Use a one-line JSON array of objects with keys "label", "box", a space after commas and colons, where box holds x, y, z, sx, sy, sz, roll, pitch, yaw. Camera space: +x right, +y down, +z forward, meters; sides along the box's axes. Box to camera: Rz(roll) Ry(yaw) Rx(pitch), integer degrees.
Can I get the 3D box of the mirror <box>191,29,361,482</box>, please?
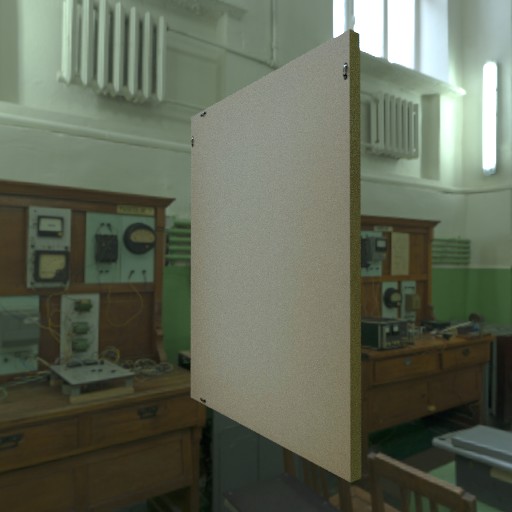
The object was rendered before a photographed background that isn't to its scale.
[{"label": "mirror", "box": [0.000, 0.000, 1.309, 0.040, 1.016, 0.762, 0, -1, -36]}]
